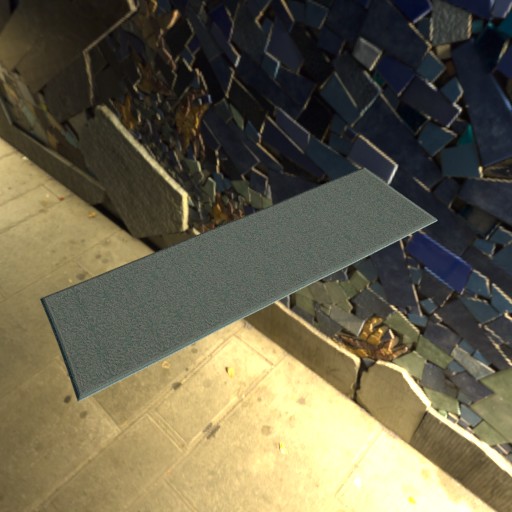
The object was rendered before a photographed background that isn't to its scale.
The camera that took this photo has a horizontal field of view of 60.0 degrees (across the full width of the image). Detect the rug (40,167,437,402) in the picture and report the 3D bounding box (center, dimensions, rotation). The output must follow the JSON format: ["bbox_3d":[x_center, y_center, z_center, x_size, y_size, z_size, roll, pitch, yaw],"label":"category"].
[{"bbox_3d":[0.000,0.000,2.480,2.196,0.011,0.662,-24,50,-22],"label":"rug"}]
